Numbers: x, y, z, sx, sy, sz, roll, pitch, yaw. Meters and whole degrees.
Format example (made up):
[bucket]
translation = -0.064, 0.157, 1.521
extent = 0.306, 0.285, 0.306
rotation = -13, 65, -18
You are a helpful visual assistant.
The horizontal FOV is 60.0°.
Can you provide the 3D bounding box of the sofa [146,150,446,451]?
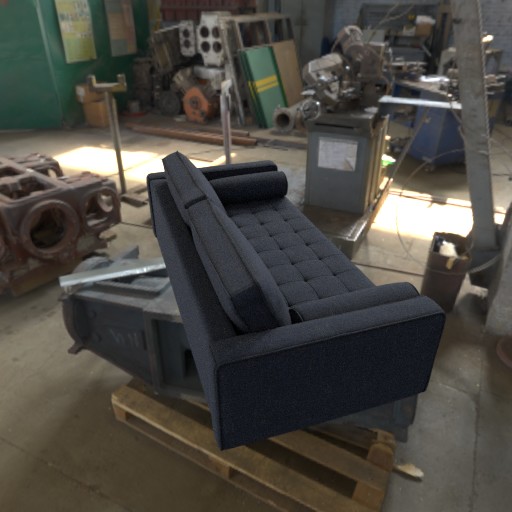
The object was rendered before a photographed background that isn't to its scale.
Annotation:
[sofa]
translation = 0.000, 0.000, 2.372
extent = 0.914, 0.762, 1.880
rotation = -10, 32, -16
